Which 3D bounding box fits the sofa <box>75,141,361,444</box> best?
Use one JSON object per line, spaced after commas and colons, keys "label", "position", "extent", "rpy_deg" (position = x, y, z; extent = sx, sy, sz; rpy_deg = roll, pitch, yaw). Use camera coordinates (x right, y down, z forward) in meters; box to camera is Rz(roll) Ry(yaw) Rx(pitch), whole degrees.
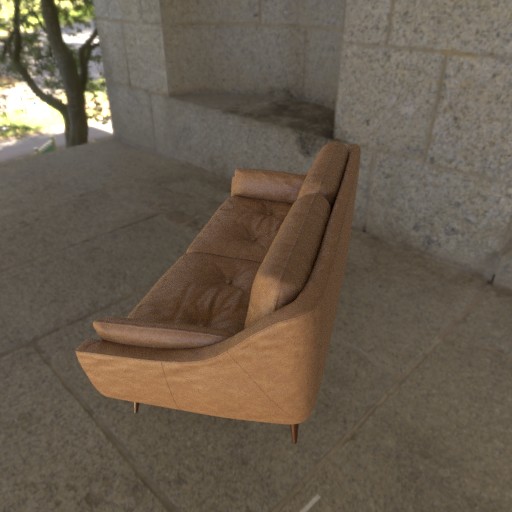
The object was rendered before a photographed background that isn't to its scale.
{"label": "sofa", "position": [0.000, 0.000, 2.343], "extent": [0.904, 0.839, 1.902], "rpy_deg": [8, 32, 14]}
